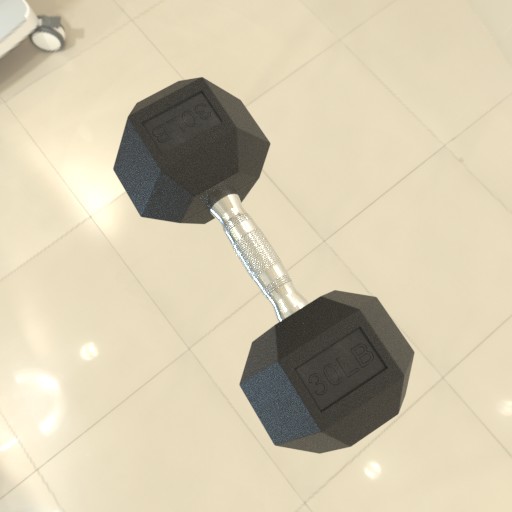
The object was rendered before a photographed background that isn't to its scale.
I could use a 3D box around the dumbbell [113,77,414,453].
[{"bbox_3d":[0.000,0.000,0.401,0.142,0.123,0.337,-31,78,-7],"label":"dumbbell"}]
